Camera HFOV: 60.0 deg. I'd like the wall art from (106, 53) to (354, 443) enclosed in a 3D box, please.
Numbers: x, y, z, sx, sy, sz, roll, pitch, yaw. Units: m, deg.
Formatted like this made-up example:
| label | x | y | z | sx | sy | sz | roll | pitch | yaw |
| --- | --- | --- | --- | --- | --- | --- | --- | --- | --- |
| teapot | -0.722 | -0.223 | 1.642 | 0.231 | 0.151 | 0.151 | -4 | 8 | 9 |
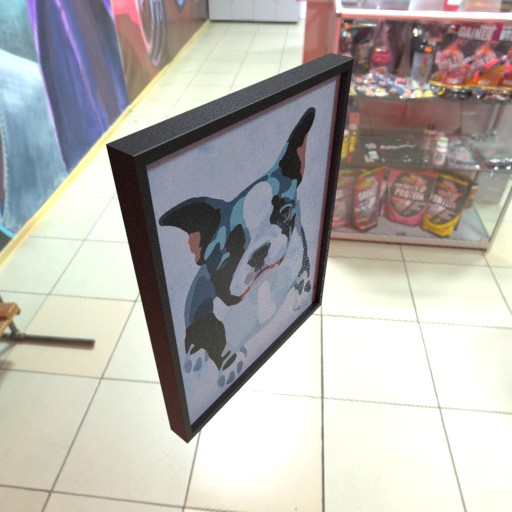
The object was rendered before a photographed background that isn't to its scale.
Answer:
| label | x | y | z | sx | sy | sz | roll | pitch | yaw |
| --- | --- | --- | --- | --- | --- | --- | --- | --- | --- |
| wall art | 0.000 | 0.000 | 0.503 | 0.030 | 0.369 | 0.294 | 27 | 46 | 29 |
